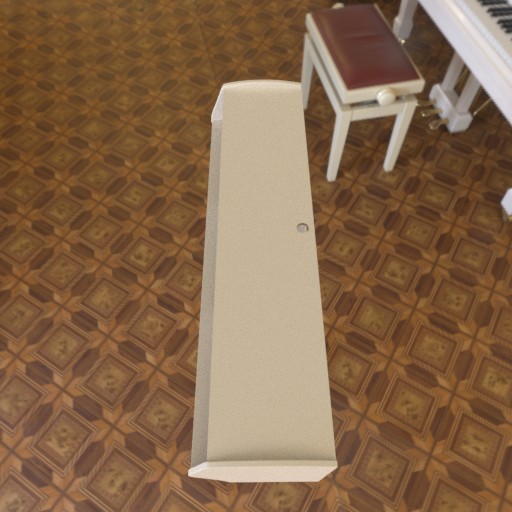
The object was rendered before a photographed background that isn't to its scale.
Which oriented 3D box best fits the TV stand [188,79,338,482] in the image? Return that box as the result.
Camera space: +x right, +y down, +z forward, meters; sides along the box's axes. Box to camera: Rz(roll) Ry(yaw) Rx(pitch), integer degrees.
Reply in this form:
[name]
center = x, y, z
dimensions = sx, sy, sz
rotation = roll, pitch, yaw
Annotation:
[TV stand]
center = 0.000, 0.000, 1.652
dimensions = 0.397, 0.424, 1.473
rotation = 0, 59, 0
